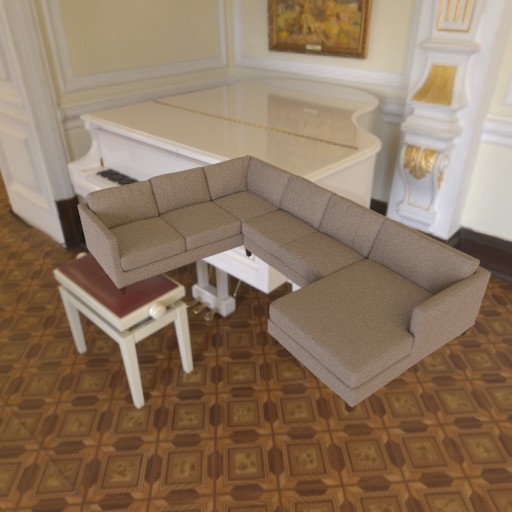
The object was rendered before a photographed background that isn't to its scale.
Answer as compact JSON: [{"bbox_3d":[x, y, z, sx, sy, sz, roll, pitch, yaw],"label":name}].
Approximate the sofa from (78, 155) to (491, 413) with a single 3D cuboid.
[{"bbox_3d":[0.000,0.000,4.428,2.424,0.865,3.438,-20,37,-30],"label":"sofa"}]
